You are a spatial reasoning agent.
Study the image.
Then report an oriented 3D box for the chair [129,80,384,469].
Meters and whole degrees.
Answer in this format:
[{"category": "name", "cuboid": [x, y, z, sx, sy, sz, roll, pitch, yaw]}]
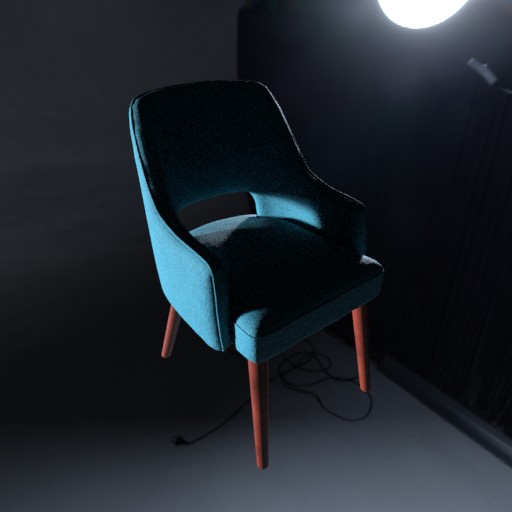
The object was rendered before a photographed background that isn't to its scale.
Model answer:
[{"category": "chair", "cuboid": [0.000, 0.000, 1.249, 0.548, 0.849, 0.605, -22, 37, -33]}]
